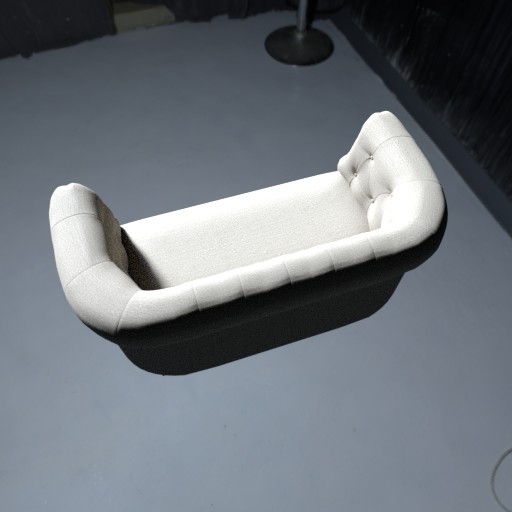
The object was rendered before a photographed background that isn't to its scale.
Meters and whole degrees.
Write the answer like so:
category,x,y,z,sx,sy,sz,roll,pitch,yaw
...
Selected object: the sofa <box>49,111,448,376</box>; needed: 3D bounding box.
category,x,y,z,sx,sy,sz,roll,pitch,yaw
sofa,0.000,0.000,2.031,1.558,0.827,0.835,-16,59,-10
